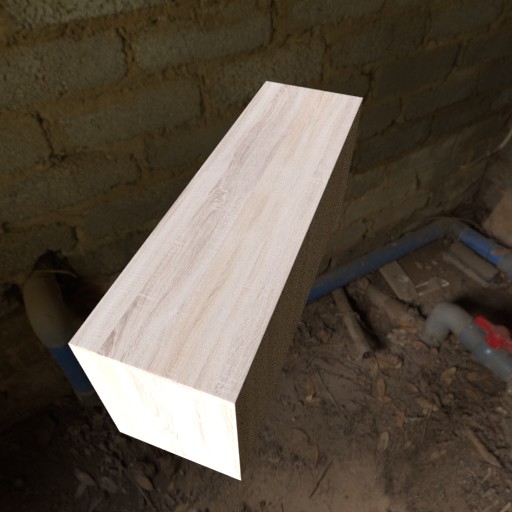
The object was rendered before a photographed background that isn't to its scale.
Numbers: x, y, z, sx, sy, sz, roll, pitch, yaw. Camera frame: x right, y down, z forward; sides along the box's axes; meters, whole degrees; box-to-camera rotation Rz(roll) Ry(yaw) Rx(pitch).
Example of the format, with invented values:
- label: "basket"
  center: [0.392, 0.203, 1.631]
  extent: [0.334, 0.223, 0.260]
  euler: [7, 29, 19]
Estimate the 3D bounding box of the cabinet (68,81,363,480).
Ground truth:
- label: "cabinet"
  center: [0.000, 0.000, 1.980]
  extent: [0.500, 0.780, 1.650]
  euler: [15, 49, 14]
